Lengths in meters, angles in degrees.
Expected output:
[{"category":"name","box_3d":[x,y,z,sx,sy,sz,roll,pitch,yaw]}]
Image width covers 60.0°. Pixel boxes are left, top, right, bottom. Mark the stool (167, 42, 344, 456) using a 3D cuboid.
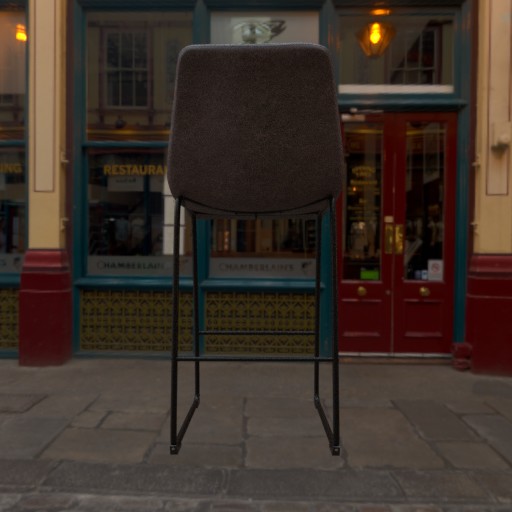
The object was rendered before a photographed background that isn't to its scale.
[{"category":"stool","box_3d":[0.000,0.000,1.384,0.514,1.082,0.561,0,0,1]}]
